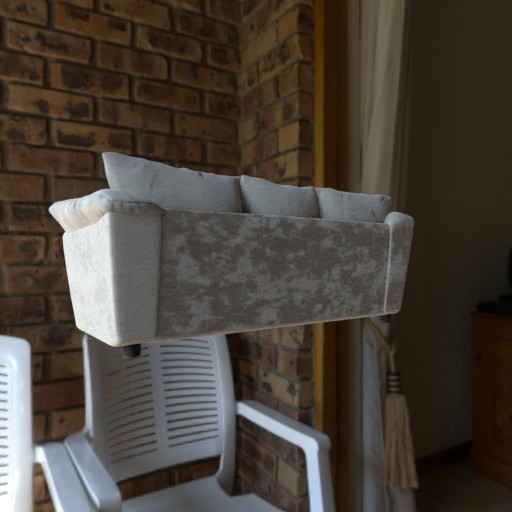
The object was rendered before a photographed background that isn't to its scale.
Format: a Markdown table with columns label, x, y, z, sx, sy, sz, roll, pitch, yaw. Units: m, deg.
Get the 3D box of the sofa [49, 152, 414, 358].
| label | x | y | z | sx | sy | sz | roll | pitch | yaw |
| --- | --- | --- | --- | --- | --- | --- | --- | --- | --- |
| sofa | 0.000 | 0.000 | 2.921 | 2.377 | 0.981 | 0.893 | 0 | 0 | -36 |
